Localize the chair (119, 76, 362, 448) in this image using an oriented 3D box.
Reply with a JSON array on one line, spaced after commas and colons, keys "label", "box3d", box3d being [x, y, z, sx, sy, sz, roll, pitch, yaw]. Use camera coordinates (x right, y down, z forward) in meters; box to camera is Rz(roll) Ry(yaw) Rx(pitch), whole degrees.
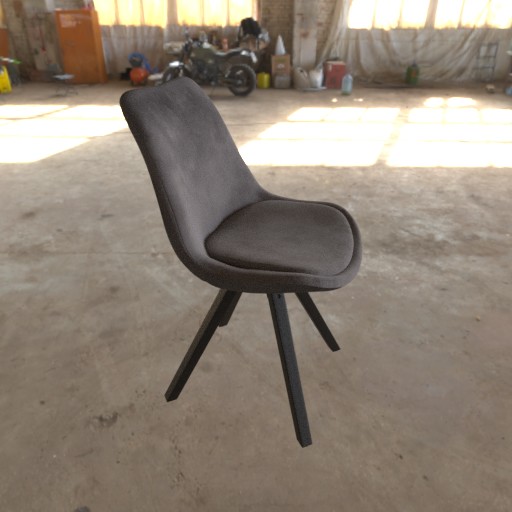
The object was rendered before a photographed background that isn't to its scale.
[{"label": "chair", "box3d": [0.000, 0.000, 1.191, 0.550, 0.850, 0.476, 10, 31, 17]}]
